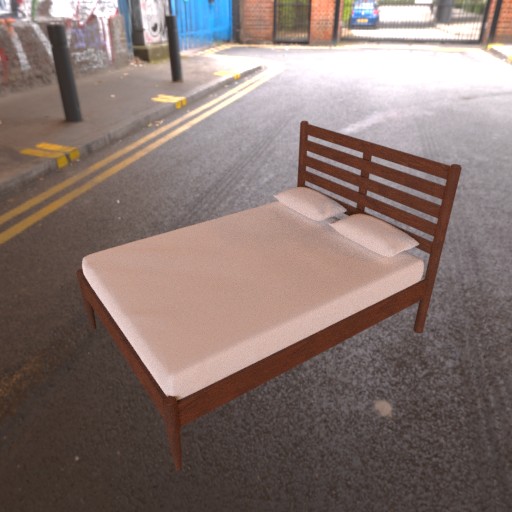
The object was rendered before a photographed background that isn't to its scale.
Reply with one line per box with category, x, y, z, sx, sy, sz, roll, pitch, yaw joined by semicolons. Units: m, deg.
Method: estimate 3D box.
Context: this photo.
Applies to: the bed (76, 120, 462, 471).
bed;0.000;0.000;3.080;2.093;1.304;1.509;-19;35;-30
